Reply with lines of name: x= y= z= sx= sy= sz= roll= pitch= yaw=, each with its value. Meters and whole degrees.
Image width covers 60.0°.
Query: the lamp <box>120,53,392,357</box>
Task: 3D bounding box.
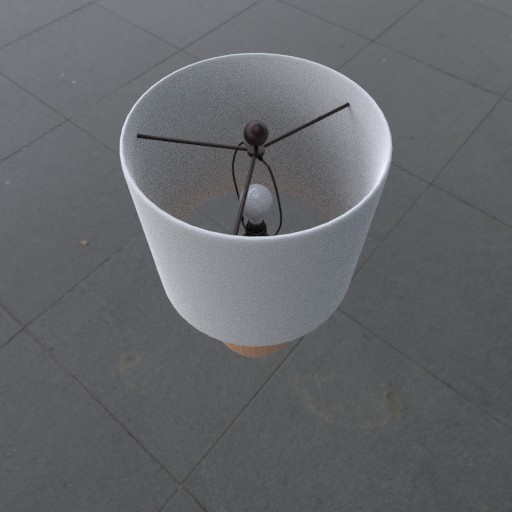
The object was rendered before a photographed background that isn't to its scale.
lamp: x=0.000 y=0.000 z=0.765 sx=0.329 sy=0.570 sz=0.329 roll=0 pitch=56 yaw=0
